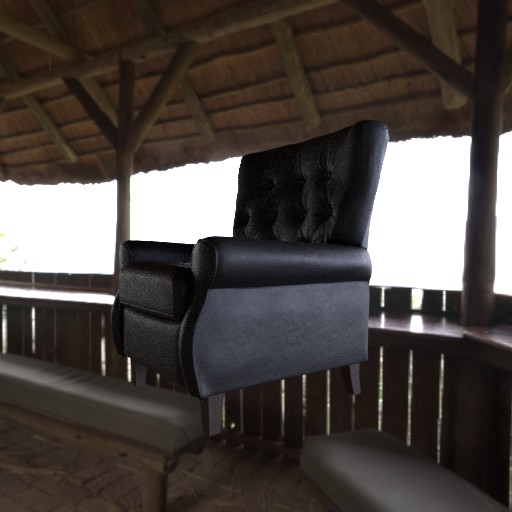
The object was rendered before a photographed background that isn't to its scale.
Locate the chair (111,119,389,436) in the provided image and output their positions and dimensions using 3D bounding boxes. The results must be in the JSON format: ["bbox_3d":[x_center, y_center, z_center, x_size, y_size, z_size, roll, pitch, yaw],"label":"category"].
[{"bbox_3d":[0.000,0.000,1.957,1.058,1.158,0.948,-1,1,-36],"label":"chair"}]
